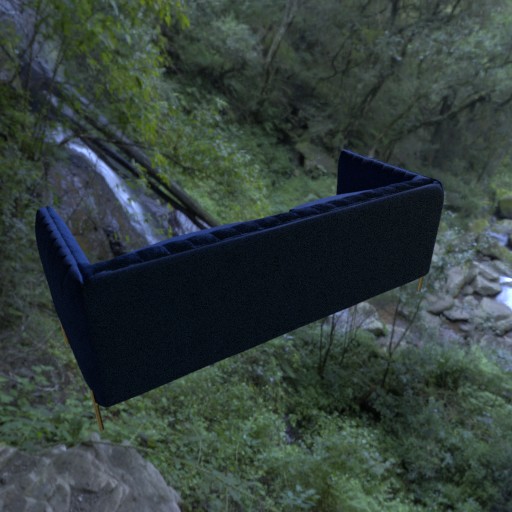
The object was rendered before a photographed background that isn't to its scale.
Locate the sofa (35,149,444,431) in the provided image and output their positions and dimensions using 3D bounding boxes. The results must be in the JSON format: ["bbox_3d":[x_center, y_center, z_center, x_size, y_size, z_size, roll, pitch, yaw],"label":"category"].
[{"bbox_3d":[0.000,0.000,2.542,2.136,0.793,0.896,-17,33,-28],"label":"sofa"}]
